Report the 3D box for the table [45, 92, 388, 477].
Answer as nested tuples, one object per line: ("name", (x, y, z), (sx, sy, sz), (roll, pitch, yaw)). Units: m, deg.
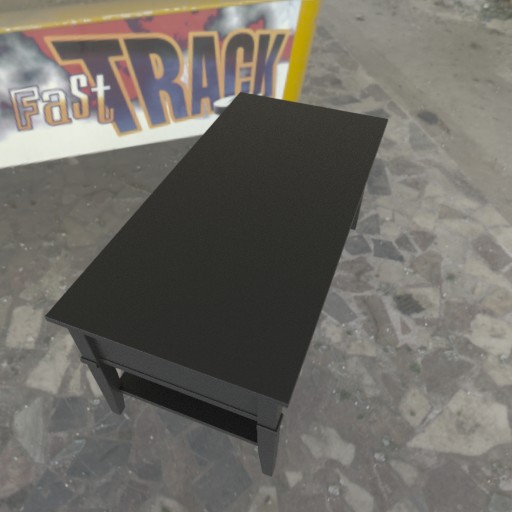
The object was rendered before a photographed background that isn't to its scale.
("table", (0.000, 0.000, 1.343), (0.523, 0.470, 1.044), (16, 48, 14))
